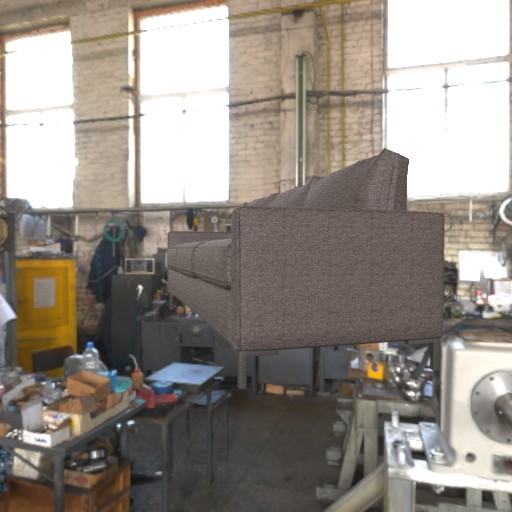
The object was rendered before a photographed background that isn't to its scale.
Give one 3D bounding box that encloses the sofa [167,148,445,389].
[{"bbox_3d":[0.000,0.000,2.666,0.876,0.882,2.253,0,1,-17],"label":"sofa"}]
